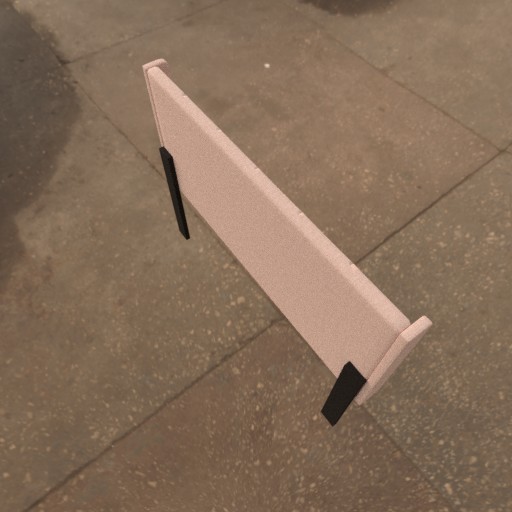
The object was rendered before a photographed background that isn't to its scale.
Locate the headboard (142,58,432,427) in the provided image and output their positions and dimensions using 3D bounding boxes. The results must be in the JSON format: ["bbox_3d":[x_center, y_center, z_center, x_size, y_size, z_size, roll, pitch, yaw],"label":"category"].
[{"bbox_3d":[0.000,0.000,2.727,0.184,1.524,2.051,-32,63,-18],"label":"headboard"}]
